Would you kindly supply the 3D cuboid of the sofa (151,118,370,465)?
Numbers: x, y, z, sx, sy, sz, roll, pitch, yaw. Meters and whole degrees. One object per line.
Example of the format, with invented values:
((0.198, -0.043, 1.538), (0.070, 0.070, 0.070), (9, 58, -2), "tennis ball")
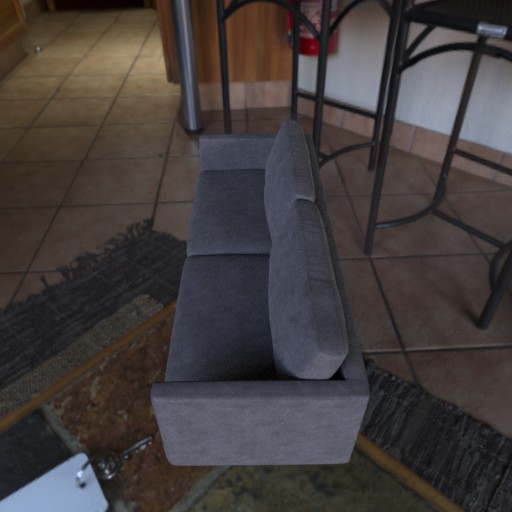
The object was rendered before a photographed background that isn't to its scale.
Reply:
((0.000, 0.000, 2.912), (0.951, 0.965, 2.434), (0, 41, -1), "sofa")
